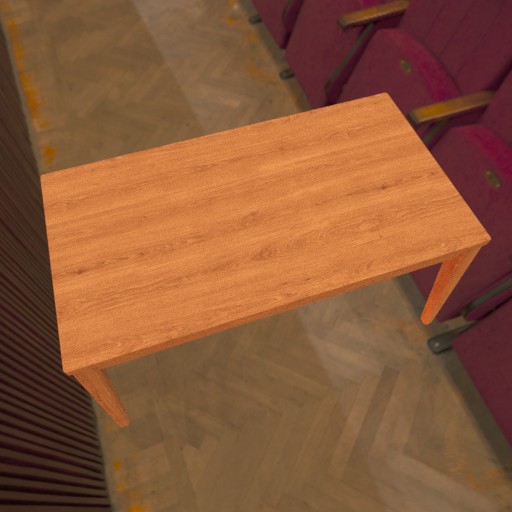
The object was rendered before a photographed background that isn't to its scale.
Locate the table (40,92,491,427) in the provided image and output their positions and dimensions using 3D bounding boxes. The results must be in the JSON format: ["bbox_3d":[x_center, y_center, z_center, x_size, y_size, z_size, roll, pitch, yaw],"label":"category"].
[{"bbox_3d":[0.000,0.000,2.023,1.600,0.760,0.900,-16,61,-9],"label":"table"}]
